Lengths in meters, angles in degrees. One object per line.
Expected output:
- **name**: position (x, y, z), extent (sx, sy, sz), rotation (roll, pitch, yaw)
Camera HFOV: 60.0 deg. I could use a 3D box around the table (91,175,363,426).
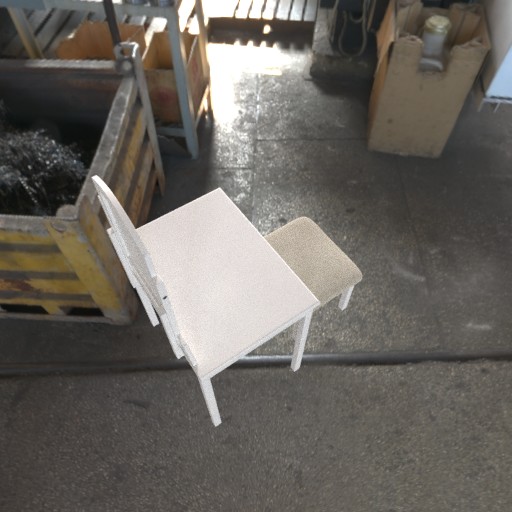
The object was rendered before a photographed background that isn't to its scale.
- **table**: position (0.000, 0.000, 2.310), extent (1.211, 1.631, 0.876), rotation (-30, 61, -19)
